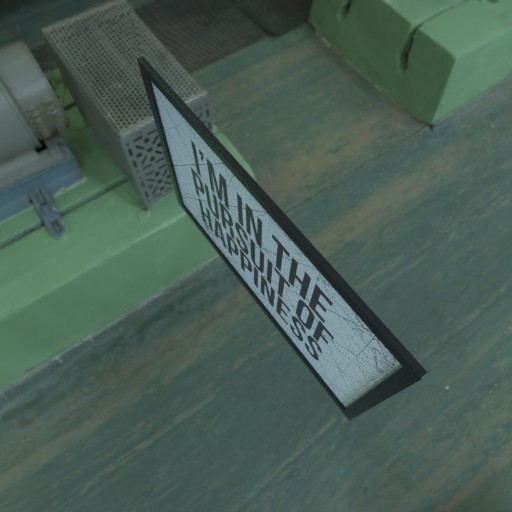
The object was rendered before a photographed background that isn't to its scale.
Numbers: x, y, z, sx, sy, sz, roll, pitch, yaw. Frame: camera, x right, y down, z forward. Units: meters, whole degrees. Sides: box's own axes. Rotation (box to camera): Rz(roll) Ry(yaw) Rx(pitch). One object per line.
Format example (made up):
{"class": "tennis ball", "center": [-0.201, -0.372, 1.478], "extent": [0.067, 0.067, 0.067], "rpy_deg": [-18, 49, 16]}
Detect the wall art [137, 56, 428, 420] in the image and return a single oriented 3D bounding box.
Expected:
{"class": "wall art", "center": [0.000, 0.000, 1.031], "extent": [0.015, 0.552, 0.819], "rpy_deg": [-34, 68, -15]}
